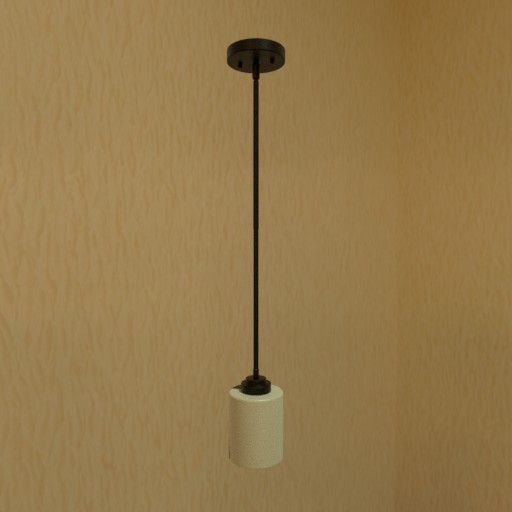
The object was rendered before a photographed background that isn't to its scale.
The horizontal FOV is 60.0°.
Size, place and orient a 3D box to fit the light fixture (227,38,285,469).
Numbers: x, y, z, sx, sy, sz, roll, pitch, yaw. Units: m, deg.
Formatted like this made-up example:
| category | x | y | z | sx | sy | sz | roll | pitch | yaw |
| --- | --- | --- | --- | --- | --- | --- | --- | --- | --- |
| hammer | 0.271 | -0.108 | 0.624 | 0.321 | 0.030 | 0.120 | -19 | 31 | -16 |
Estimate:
| category | x | y | z | sx | sy | sz | roll | pitch | yaw |
| --- | --- | --- | --- | --- | --- | --- | --- | --- | --- |
| light fixture | 0.000 | 0.000 | 0.947 | 0.123 | 0.863 | 0.123 | 0 | 1 | 19 |
